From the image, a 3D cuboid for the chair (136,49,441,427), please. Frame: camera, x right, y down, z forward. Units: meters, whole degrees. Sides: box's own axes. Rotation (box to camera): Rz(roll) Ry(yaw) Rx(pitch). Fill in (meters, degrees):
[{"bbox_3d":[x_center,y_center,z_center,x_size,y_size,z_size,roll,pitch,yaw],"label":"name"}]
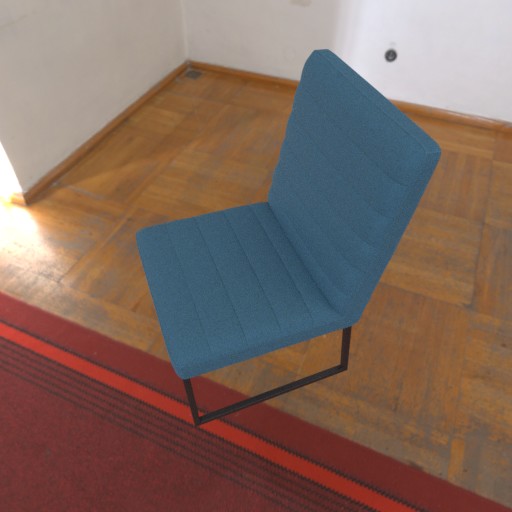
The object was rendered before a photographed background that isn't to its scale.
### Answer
[{"bbox_3d":[0.000,0.000,1.298,0.634,0.930,0.520,-16,50,-14],"label":"chair"}]
